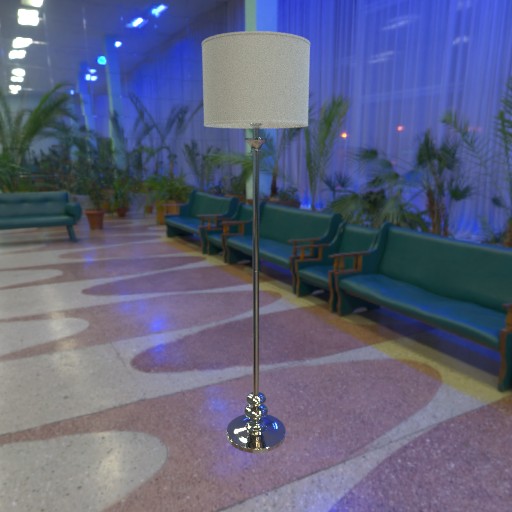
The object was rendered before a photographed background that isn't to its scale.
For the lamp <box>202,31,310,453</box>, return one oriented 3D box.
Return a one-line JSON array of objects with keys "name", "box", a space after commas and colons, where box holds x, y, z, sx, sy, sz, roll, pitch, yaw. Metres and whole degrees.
[{"name": "lamp", "box": [0.000, 0.000, 1.632, 0.356, 1.487, 0.356, -7, 15, -26]}]
